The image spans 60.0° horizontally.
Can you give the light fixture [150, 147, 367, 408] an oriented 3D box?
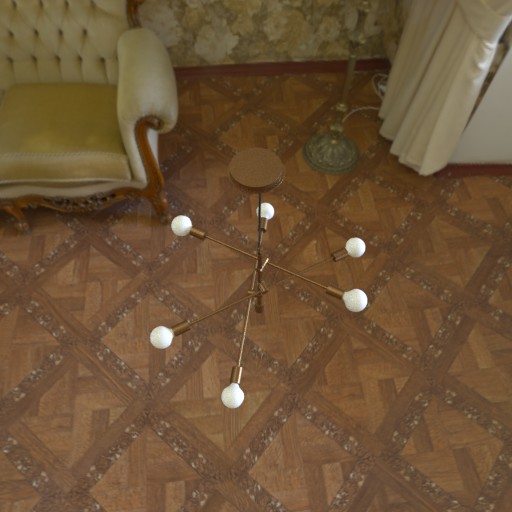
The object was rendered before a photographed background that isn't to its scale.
[{"bbox_3d":[0.000,0.000,1.249,0.637,0.744,0.682,33,64,19],"label":"light fixture"}]
